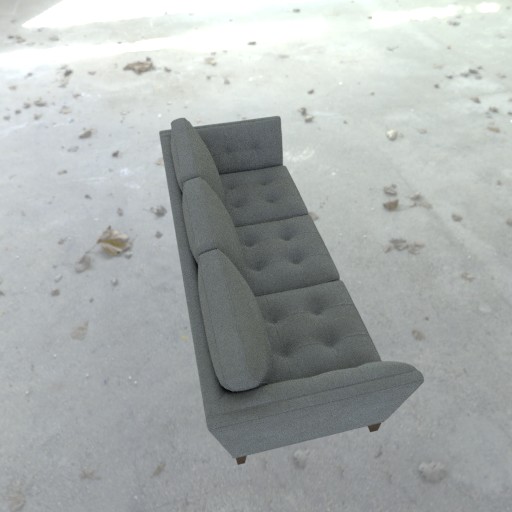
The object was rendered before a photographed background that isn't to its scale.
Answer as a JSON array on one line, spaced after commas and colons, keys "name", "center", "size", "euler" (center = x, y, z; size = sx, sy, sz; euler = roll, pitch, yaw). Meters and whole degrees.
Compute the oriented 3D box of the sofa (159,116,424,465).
[{"name": "sofa", "center": [0.000, 0.000, 2.880], "size": [0.965, 0.940, 2.387], "euler": [-10, 47, -9]}]
